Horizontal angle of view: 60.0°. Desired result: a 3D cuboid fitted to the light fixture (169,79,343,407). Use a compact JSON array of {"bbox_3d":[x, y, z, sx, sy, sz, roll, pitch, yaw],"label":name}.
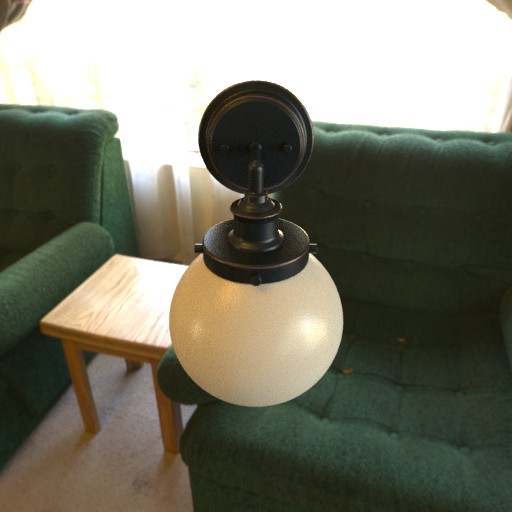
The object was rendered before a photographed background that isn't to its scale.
[{"bbox_3d":[0.000,0.000,0.488,0.197,0.332,0.230,0,30,0],"label":"light fixture"}]
